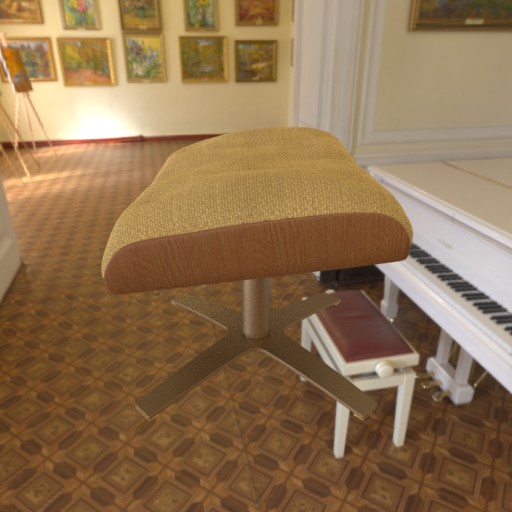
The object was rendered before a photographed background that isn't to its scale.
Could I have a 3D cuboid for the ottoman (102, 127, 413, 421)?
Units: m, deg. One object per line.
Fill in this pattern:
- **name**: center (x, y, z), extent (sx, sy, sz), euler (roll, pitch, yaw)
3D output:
- **ottoman**: center (0.000, 0.000, 0.795), extent (0.394, 0.391, 0.520), euler (0, 25, 0)
